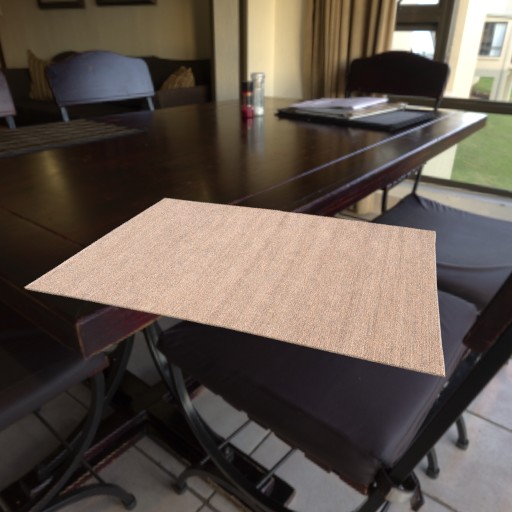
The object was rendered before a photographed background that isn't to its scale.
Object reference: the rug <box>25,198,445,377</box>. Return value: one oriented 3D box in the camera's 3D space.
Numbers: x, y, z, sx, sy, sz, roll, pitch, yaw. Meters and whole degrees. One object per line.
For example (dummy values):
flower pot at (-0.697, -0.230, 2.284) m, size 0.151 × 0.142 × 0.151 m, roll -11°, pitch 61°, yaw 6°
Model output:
rug at (0.000, 0.000, 2.901) m, size 2.264 × 0.030 × 1.624 m, roll 9°, pitch 28°, yaw 17°
